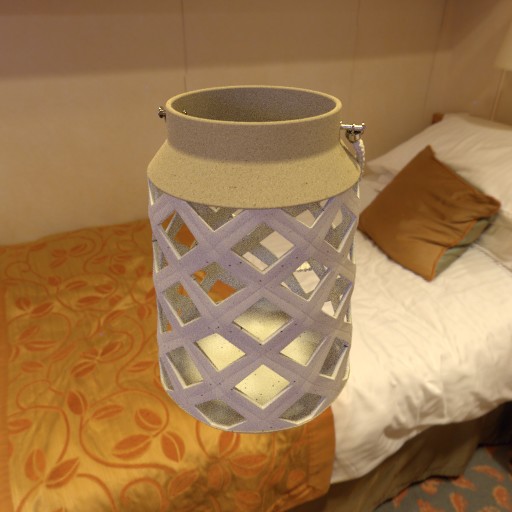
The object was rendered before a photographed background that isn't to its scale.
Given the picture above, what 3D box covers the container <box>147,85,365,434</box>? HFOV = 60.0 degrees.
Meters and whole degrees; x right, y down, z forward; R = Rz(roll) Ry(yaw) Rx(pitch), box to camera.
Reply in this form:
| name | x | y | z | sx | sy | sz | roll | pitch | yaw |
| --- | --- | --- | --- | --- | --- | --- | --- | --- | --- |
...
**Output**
| name | x | y | z | sx | sy | sz | roll | pitch | yaw |
| --- | --- | --- | --- | --- | --- | --- | --- | --- | --- |
| container | 0.000 | 0.000 | 0.389 | 0.188 | 0.264 | 0.198 | 9 | 32 | 15 |
